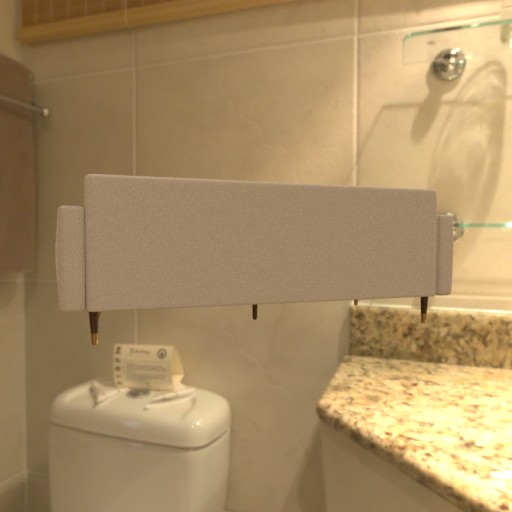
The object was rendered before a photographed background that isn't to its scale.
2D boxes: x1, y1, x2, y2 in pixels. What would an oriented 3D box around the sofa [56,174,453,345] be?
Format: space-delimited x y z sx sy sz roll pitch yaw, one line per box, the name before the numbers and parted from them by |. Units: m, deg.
sofa | 0.000 0.000 2.828 2.291 0.821 0.990 -1 2 -18
